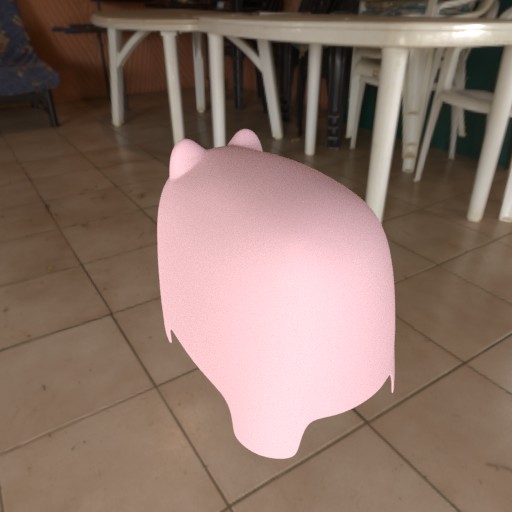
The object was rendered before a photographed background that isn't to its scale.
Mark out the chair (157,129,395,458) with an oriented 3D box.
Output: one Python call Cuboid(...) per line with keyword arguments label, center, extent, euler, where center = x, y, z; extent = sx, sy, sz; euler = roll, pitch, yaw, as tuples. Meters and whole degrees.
Cuboid(label="chair", center=(0.000, 0.000, 0.881), extent=(0.364, 0.423, 0.619), euler=(-19, 35, -29))
